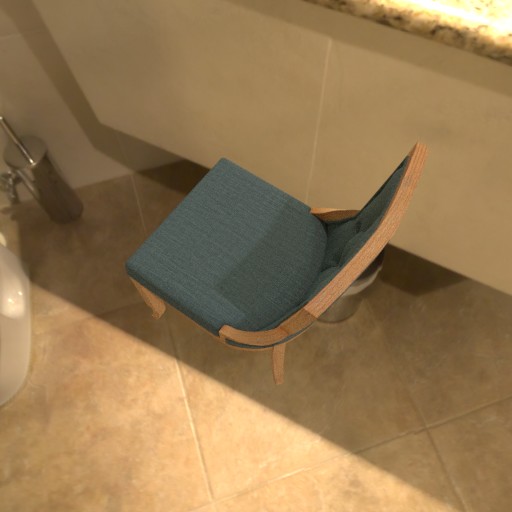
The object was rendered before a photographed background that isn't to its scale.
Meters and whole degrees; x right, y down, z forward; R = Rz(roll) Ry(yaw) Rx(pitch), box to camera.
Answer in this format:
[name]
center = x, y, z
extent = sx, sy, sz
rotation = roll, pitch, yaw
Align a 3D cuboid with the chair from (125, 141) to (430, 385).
[chair]
center = 0.000, 0.000, 1.345
extent = 0.641, 0.947, 0.524
rotation = 32, 68, 15
